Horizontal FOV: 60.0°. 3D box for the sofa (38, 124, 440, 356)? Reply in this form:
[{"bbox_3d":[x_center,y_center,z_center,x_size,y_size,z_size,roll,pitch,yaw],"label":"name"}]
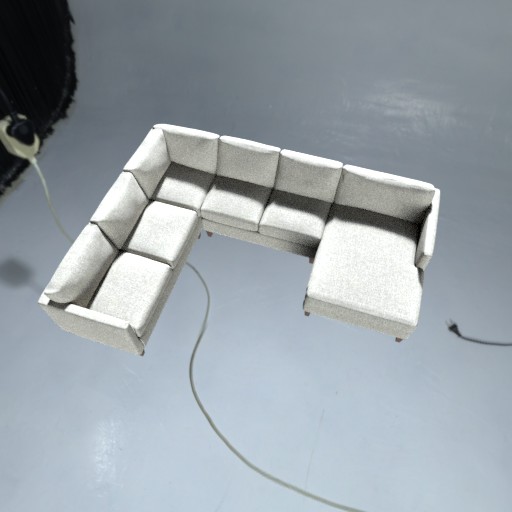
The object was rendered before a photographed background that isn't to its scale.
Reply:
[{"bbox_3d":[0.000,0.000,4.660,3.460,0.959,2.593,15,58,10],"label":"sofa"}]
